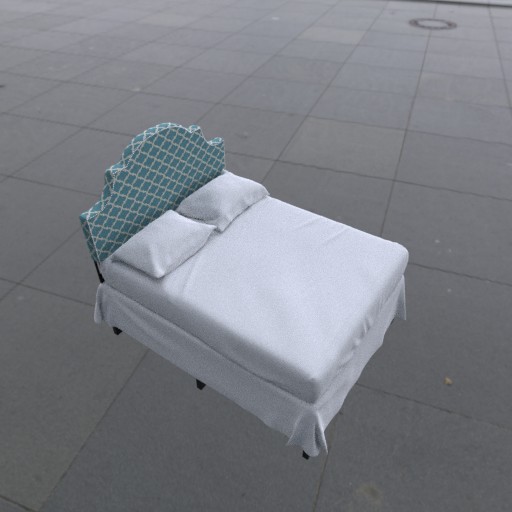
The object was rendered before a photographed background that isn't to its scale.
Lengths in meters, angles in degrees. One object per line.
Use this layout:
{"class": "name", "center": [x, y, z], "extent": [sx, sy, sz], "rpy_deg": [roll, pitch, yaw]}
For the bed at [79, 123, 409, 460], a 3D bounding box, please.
{"class": "bed", "center": [0.000, 0.000, 3.479], "extent": [2.222, 1.633, 1.780], "rpy_deg": [24, 46, 26]}
